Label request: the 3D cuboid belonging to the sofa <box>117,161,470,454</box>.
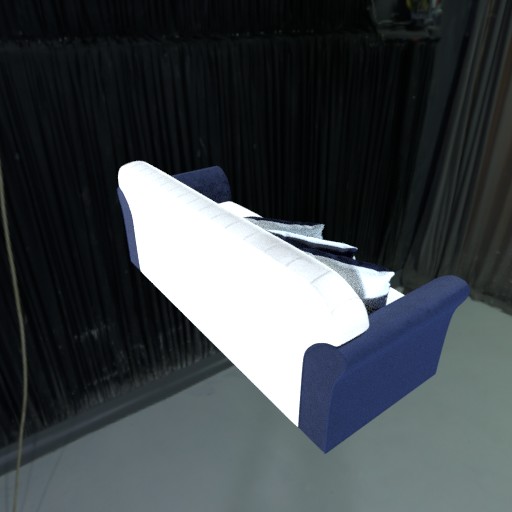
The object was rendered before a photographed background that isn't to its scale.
[{"bbox_3d":[0.000,0.000,2.435,0.749,0.789,2.006,-20,35,-31],"label":"sofa"}]
